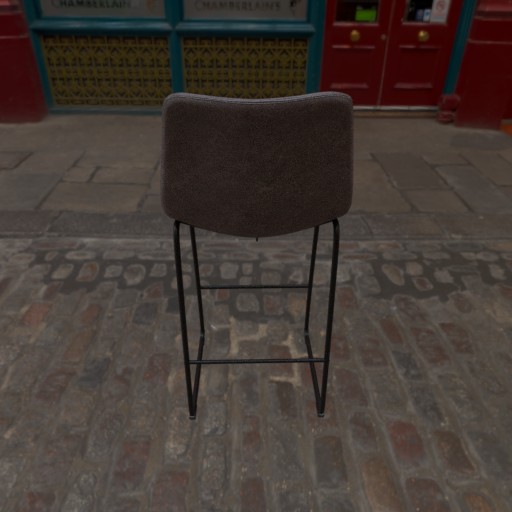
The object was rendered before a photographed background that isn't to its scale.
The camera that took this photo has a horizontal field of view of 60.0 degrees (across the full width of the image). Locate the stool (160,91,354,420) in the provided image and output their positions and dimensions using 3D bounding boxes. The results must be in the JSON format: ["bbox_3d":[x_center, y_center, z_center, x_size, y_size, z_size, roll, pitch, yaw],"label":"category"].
[{"bbox_3d":[0.000,0.000,1.399,0.514,1.082,0.561,-1,31,-1],"label":"stool"}]
